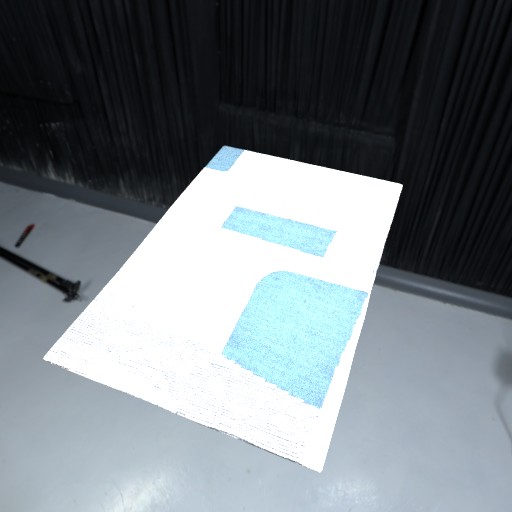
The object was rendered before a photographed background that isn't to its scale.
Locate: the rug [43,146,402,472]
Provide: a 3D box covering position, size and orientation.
[{"bbox_3d":[0.000,0.000,2.338,1.238,0.020,1.847,16,47,15],"label":"rug"}]
